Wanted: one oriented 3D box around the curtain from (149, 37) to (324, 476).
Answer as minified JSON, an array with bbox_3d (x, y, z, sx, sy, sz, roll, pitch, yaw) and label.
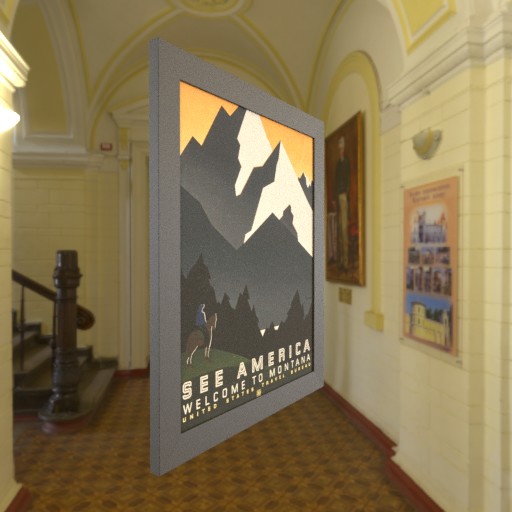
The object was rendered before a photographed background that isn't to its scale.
[{"bbox_3d":[0.000,0.000,0.794,0.027,0.585,0.483,1,1,35],"label":"curtain"}]
